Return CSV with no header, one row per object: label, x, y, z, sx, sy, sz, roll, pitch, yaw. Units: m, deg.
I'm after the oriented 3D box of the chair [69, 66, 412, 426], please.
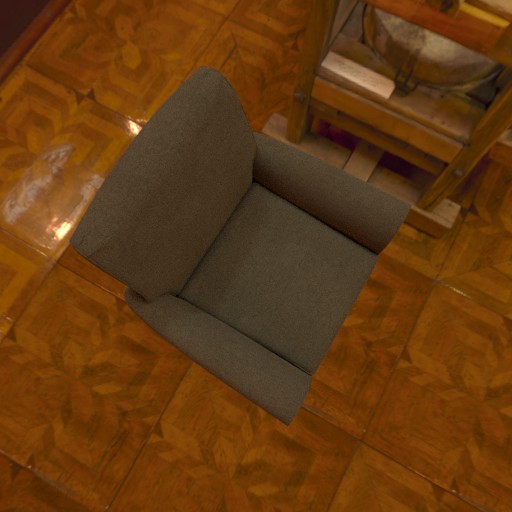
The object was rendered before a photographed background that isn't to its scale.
chair,0.000,0.000,1.799,0.905,1.061,0.978,31,77,8
